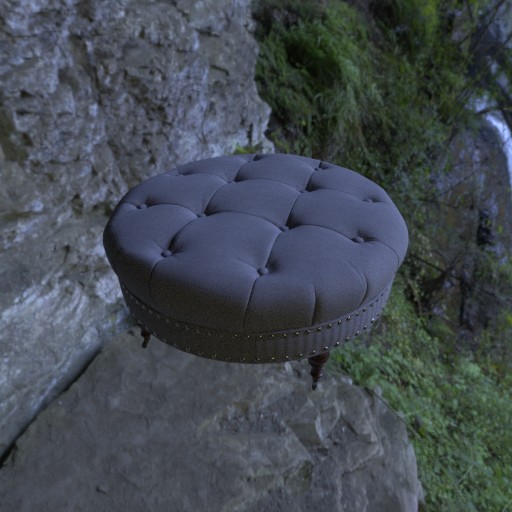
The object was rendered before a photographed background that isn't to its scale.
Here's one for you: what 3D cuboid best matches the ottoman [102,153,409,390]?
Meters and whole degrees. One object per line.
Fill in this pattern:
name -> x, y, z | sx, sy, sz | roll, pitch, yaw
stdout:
ottoman -> 0.000, 0.000, 1.420 | 0.901, 0.439, 0.901 | 0, 33, 0
